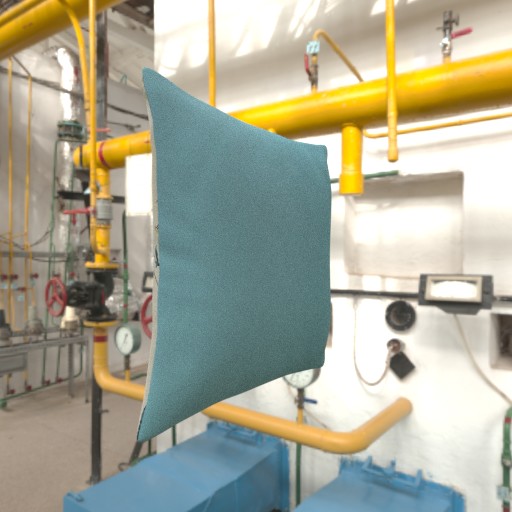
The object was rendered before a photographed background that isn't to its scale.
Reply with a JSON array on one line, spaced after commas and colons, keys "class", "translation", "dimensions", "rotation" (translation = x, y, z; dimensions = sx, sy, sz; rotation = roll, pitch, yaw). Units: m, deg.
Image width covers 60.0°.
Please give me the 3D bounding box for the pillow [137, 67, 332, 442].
[{"class": "pillow", "translation": [0.000, 0.000, 0.807], "dimensions": [0.166, 0.507, 0.526], "rotation": [0, 0, 36]}]
